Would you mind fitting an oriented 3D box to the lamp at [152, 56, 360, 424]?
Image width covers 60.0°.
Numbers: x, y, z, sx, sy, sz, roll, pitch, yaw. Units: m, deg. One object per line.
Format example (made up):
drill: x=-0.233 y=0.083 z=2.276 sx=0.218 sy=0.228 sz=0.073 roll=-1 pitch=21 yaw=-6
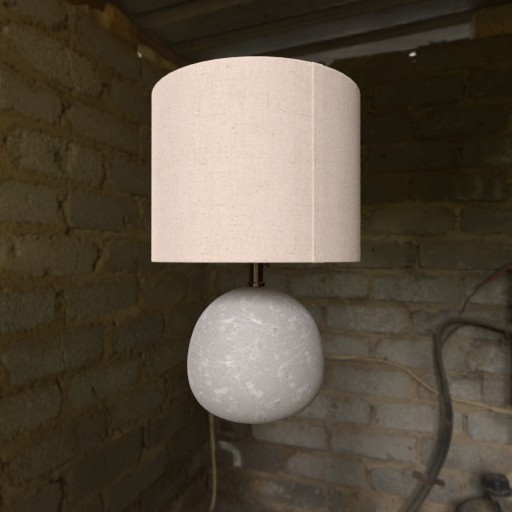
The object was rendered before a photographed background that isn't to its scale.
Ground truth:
lamp: x=0.000 y=0.000 z=0.587 sx=0.269 sy=0.409 sz=0.269 roll=0 pitch=0 yaw=-18
